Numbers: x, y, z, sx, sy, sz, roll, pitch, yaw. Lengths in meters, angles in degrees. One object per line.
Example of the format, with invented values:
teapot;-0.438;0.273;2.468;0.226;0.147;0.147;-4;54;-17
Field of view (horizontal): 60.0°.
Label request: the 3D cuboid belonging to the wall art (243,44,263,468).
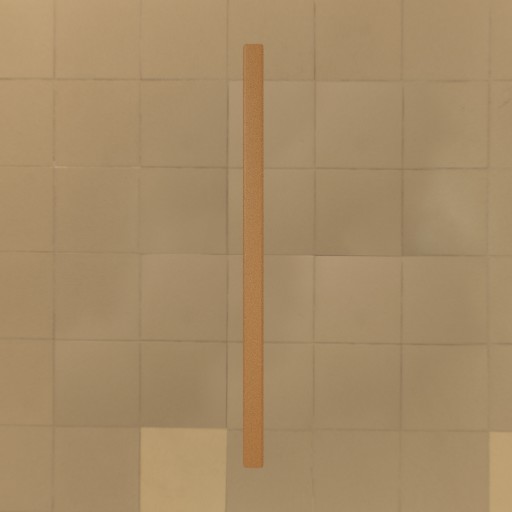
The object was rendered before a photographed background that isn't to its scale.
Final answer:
wall art;0.000;0.000;0.512;0.015;0.379;0.310;0;90;1
